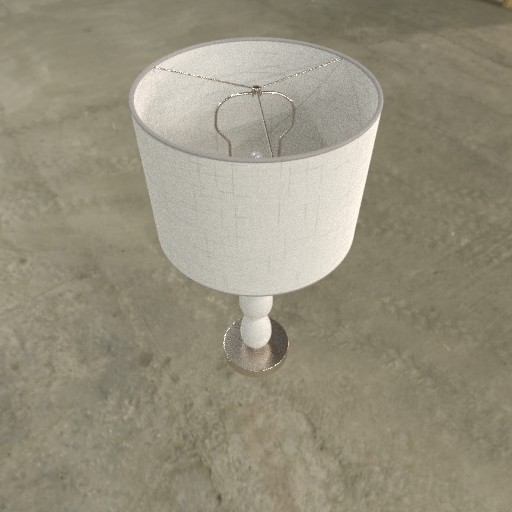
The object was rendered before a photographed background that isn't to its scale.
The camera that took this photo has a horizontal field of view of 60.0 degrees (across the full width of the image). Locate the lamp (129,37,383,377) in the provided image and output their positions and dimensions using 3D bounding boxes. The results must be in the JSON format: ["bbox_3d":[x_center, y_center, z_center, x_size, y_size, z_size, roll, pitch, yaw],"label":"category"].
[{"bbox_3d":[0.000,0.000,0.701,0.282,0.559,0.280,-5,48,-4],"label":"lamp"}]
